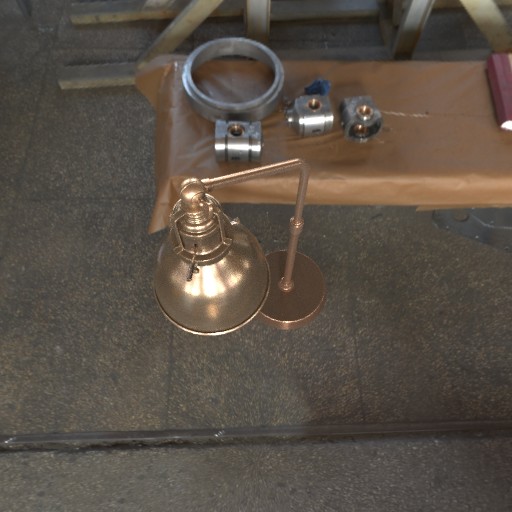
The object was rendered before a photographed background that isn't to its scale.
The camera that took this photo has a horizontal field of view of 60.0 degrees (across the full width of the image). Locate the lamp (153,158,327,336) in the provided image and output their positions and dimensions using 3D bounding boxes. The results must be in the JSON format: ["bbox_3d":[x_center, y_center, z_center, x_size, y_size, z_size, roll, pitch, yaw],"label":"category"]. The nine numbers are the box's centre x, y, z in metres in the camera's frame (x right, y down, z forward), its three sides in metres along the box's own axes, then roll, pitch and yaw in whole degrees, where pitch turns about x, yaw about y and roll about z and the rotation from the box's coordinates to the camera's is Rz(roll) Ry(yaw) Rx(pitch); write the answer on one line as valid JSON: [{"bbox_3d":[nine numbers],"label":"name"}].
[{"bbox_3d":[0.000,0.000,0.596,0.286,0.456,0.153,-32,69,-14],"label":"lamp"}]
